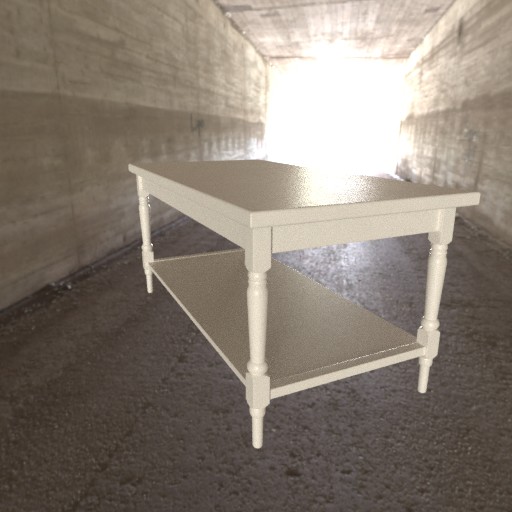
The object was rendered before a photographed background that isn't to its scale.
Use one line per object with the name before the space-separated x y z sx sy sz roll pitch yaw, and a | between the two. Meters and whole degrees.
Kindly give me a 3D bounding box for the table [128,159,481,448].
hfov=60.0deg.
table | 0.000 0.000 1.395 0.550 0.510 1.107 -8 18 -24
